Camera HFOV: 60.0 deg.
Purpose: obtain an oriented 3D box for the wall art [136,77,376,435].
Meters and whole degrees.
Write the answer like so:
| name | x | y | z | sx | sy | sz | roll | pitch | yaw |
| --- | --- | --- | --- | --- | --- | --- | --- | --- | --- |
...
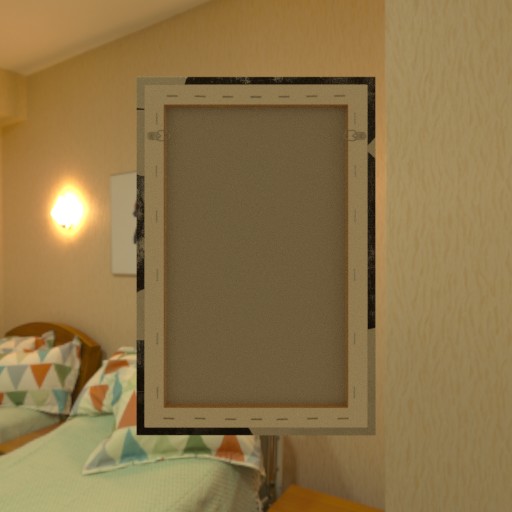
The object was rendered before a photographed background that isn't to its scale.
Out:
| name | x | y | z | sx | sy | sz | roll | pitch | yaw |
| --- | --- | --- | --- | --- | --- | --- | --- | --- | --- |
| wall art | 0.000 | 0.000 | 1.147 | 0.610 | 0.915 | 0.041 | 0 | 0 | 0 |
